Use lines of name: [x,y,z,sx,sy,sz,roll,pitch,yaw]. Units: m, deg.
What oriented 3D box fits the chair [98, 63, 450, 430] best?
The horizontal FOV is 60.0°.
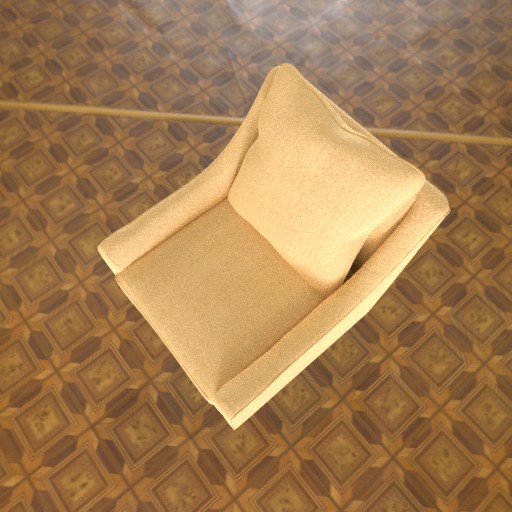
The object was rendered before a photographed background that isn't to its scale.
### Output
chair: [0.000,0.000,1.588,0.876,0.927,0.760,-37,71,-16]
